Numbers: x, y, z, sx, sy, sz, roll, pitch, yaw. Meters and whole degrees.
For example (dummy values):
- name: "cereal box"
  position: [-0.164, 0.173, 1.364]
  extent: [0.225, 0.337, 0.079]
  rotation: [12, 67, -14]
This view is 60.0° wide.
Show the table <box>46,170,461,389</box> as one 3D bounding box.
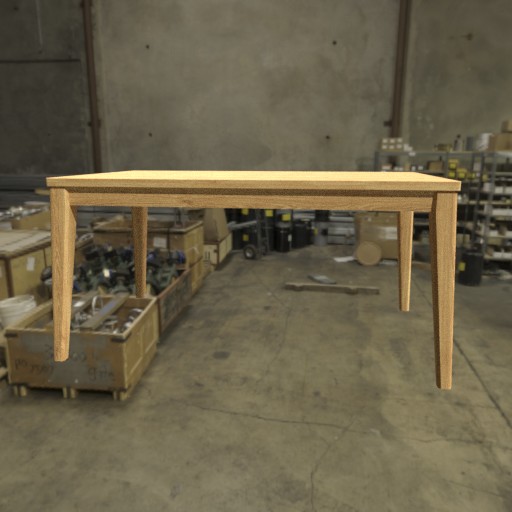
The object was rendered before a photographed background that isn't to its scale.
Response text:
- name: "table"
  position: [0.000, 0.000, 2.104]
  extent: [1.600, 0.760, 0.900]
  rotation: [2, 13, 8]
